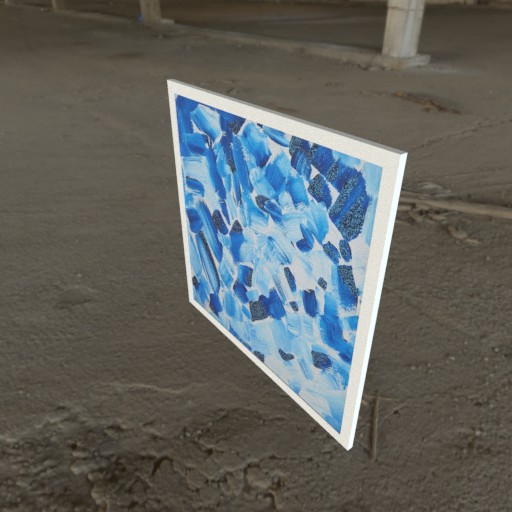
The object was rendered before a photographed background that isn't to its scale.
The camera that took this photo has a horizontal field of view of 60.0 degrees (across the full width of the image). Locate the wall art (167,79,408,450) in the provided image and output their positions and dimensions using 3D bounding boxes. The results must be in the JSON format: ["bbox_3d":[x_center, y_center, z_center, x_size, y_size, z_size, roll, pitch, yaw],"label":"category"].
[{"bbox_3d":[0.000,0.000,1.004,0.015,0.660,0.660,-23,39,-31],"label":"wall art"}]
